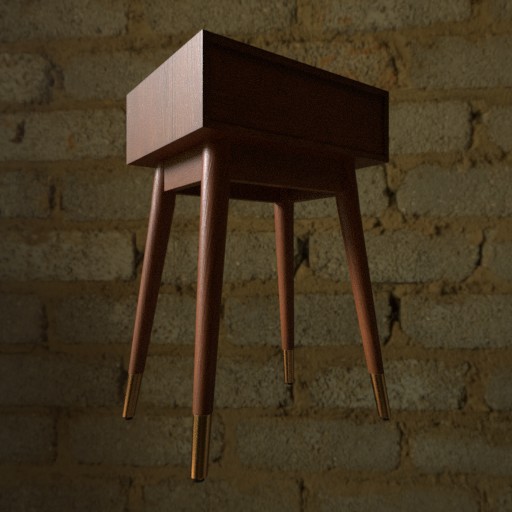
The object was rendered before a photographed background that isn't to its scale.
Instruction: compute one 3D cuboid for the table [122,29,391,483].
[{"bbox_3d":[0.000,0.000,0.816,0.406,0.599,0.300,0,0,-35],"label":"table"}]
